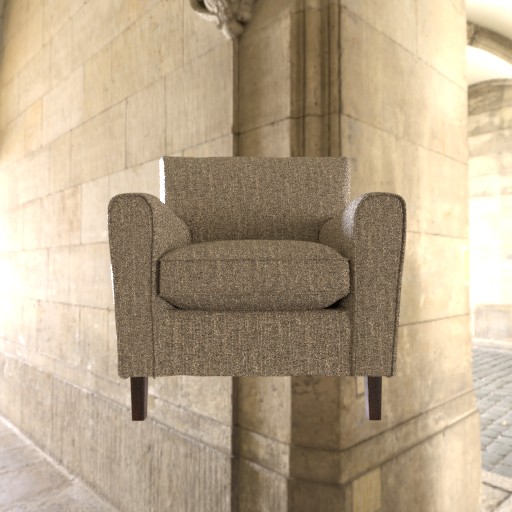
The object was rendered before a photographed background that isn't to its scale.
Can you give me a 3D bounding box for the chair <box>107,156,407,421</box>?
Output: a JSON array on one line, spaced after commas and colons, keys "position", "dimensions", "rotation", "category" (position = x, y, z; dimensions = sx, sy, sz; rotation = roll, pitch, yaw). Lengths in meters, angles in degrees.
[{"position": [0.000, 0.000, 1.596], "dimensions": [0.864, 0.928, 0.873], "rotation": [0, -2, 0], "category": "chair"}]
